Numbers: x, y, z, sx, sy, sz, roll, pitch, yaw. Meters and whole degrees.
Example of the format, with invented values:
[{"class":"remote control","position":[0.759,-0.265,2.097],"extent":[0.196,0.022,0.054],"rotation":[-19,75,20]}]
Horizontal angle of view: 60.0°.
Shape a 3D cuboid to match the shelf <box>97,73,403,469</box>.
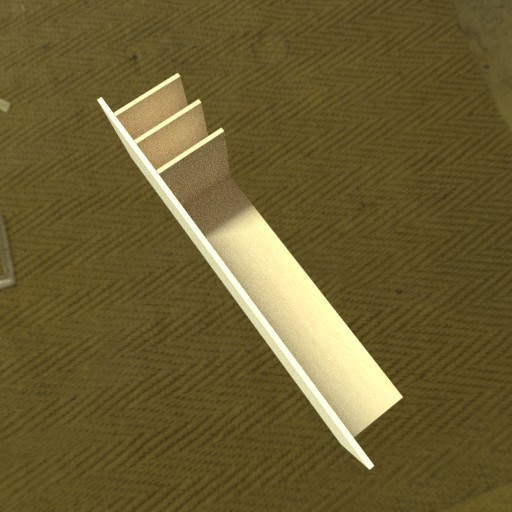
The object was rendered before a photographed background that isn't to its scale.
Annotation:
[{"class":"shelf","position":[0.000,0.000,1.128],"extent":[0.200,0.300,1.020],"rotation":[-36,78,-8]}]
